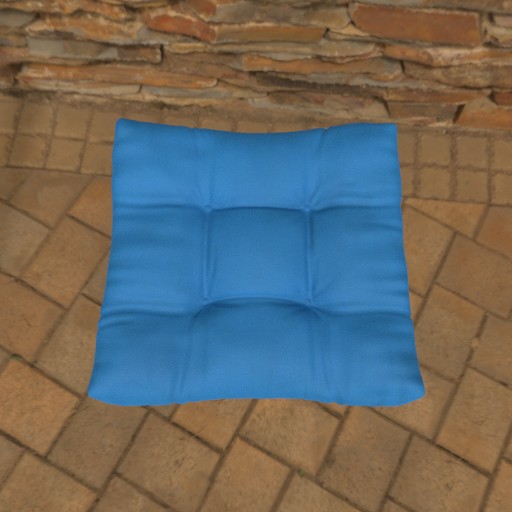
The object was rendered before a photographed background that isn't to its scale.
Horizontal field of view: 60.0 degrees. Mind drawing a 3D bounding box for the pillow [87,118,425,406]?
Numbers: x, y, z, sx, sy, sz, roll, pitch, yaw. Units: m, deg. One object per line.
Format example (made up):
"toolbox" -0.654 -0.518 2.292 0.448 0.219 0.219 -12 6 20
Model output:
"pillow" 0.000 0.000 0.728 0.490 0.128 0.468 0 75 0
